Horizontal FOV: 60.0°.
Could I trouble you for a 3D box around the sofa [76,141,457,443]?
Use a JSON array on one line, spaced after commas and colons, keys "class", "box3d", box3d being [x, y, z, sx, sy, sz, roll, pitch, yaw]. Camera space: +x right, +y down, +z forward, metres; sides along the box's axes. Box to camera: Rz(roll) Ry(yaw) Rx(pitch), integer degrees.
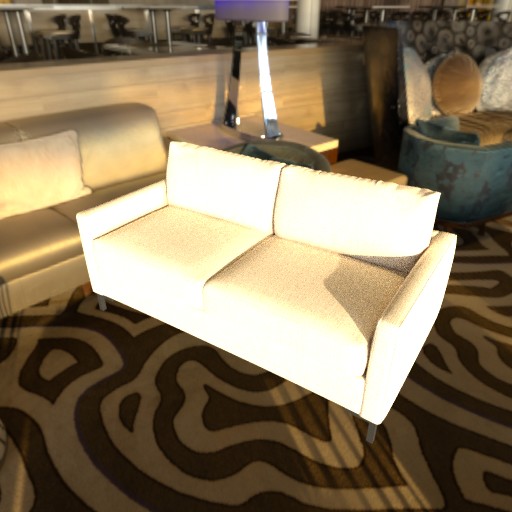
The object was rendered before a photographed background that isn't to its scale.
[{"class": "sofa", "box3d": [0.000, 0.000, 2.157, 1.651, 0.812, 0.839, 18, 34, 29]}]
